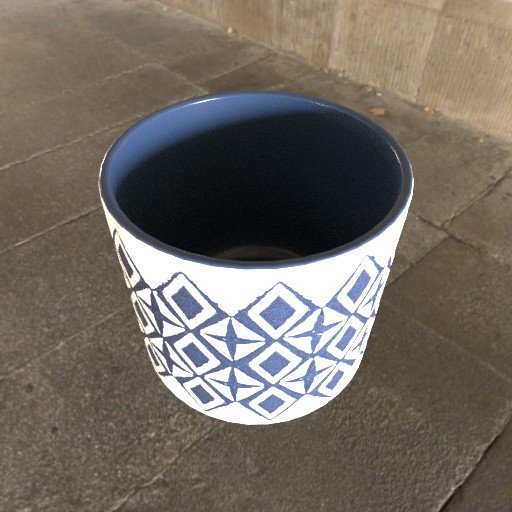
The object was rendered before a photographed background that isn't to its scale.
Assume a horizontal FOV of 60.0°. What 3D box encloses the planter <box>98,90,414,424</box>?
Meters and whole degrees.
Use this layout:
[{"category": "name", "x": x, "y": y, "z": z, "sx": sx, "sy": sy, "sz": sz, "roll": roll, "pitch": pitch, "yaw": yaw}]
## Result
[{"category": "planter", "x": 0.000, "y": 0.000, "z": 0.279, "sx": 0.159, "sy": 0.144, "sz": 0.159, "roll": 0, "pitch": 45, "yaw": 0}]
